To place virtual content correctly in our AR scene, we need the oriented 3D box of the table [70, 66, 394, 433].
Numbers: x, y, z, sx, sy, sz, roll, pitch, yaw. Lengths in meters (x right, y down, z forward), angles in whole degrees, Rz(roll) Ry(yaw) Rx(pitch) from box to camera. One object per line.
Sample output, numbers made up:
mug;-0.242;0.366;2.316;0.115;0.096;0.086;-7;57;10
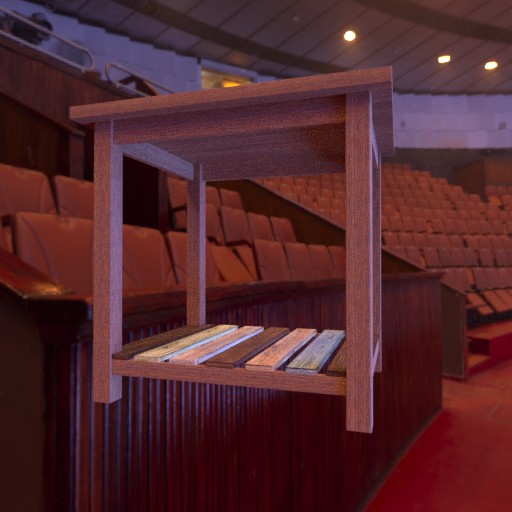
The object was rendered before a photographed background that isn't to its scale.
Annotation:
table;0.000;0.000;1.112;0.660;0.635;0.559;0;-1;18
